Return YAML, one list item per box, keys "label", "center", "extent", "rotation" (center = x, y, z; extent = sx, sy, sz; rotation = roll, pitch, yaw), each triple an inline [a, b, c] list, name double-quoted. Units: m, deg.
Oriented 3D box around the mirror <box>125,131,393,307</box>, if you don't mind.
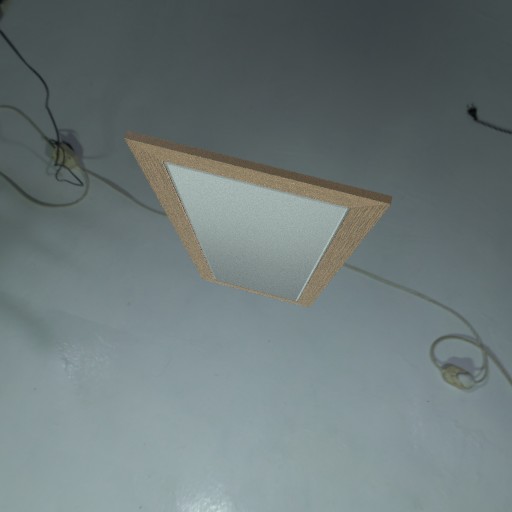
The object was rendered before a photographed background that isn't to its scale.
- label: "mirror"
  center: [0.000, 0.000, 2.288]
  extent: [0.812, 2.031, 0.026]
  rotation: [15, 75, 4]
